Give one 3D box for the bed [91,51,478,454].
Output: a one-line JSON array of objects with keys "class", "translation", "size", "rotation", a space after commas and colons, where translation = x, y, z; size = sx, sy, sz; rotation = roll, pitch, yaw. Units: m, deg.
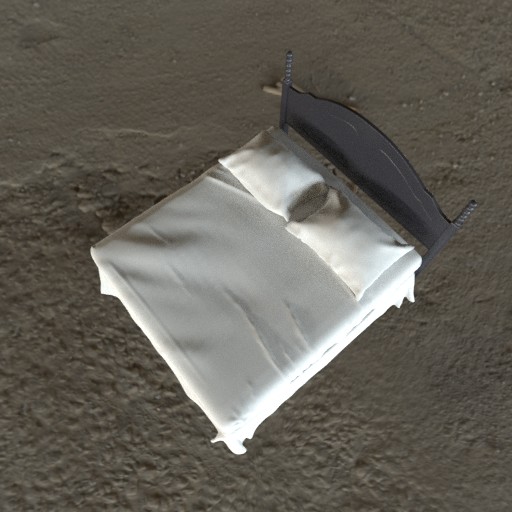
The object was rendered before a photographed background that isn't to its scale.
[{"class": "bed", "translation": [0.000, 0.000, 3.157], "size": [2.040, 1.356, 1.873], "rotation": [-37, 70, -16]}]
